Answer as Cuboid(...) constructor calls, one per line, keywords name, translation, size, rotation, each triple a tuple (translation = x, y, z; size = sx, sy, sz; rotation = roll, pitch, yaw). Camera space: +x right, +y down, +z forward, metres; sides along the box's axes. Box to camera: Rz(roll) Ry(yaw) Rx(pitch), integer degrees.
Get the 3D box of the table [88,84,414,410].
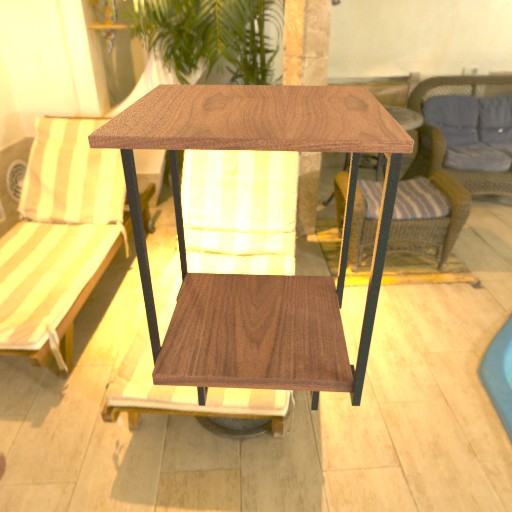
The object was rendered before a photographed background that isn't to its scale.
Cuboid(name="table", translation=(0.000, 0.000, 0.864), size=(0.411, 0.567, 0.384), rotation=(1, 30, 2))
